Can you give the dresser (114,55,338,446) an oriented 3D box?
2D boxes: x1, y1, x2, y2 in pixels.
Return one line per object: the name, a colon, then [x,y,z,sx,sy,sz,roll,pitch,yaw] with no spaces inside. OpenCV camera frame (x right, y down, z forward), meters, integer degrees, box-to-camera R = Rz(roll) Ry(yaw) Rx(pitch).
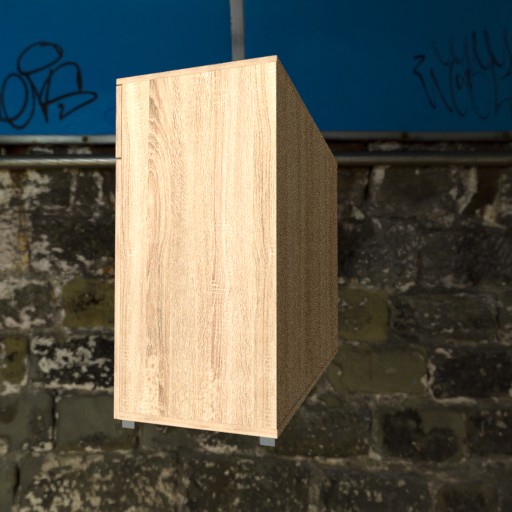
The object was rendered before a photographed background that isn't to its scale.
dresser: [0.000,0.000,1.606,0.450,0.900,1.100,0,-2,18]
